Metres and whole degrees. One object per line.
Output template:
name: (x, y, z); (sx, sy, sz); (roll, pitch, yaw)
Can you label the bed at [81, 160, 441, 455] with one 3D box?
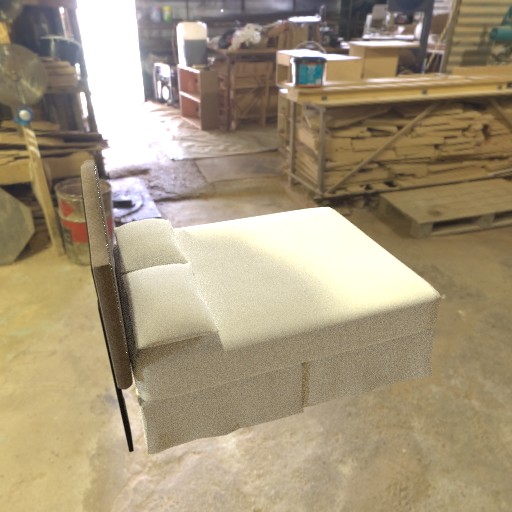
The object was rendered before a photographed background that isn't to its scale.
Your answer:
bed: (0.000, 0.000, 3.207); (2.153, 1.518, 1.713); (-10, 31, -17)
